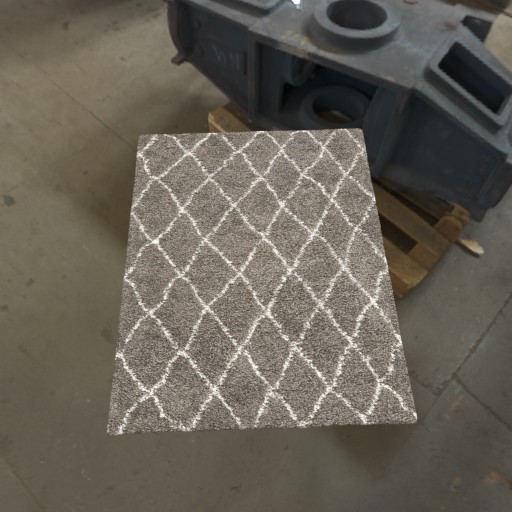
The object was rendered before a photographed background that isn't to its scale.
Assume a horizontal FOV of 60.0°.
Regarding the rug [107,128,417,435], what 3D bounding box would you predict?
[{"bbox_3d":[0.000,0.000,4.159,2.438,0.029,3.047,-2,63,-1],"label":"rug"}]
